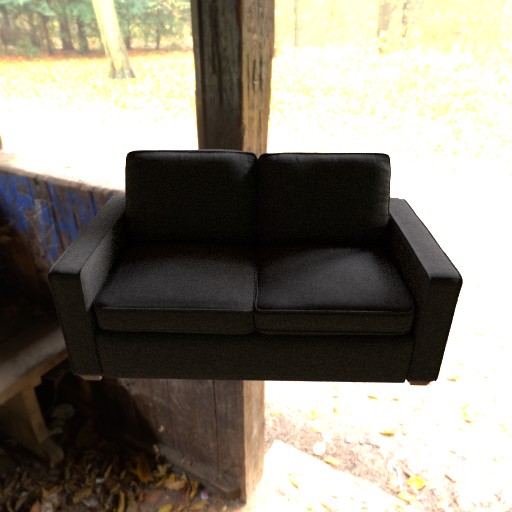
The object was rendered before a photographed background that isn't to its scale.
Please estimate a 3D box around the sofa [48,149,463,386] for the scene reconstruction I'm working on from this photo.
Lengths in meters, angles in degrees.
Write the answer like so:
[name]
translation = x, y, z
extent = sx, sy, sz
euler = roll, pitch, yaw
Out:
[sofa]
translation = 0.000, 0.000, 2.249
extent = 1.709, 0.918, 0.947
euler = 1, 29, 1
